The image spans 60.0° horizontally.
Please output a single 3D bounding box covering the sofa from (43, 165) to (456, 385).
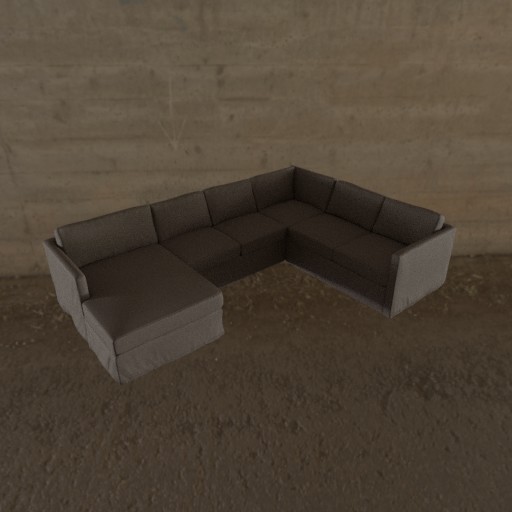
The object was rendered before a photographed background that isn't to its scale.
[{"bbox_3d":[0.000,0.000,4.627,3.528,0.878,2.476,-21,35,-34],"label":"sofa"}]
